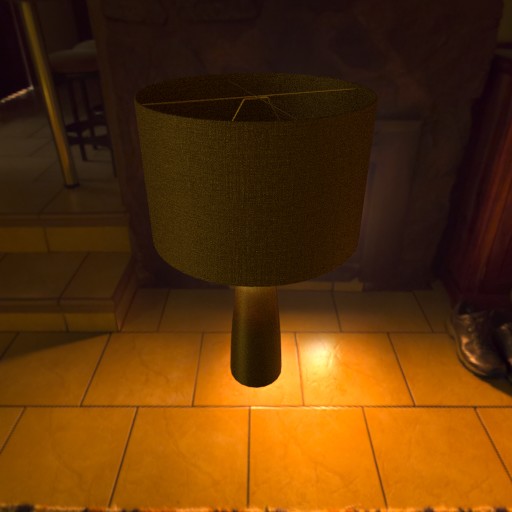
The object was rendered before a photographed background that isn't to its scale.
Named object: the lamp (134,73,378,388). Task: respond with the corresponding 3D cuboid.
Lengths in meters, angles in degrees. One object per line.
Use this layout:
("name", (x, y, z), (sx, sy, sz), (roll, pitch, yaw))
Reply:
("lamp", (0.000, 0.000, 0.690), (0.303, 0.488, 0.303), (0, 31, 0))
